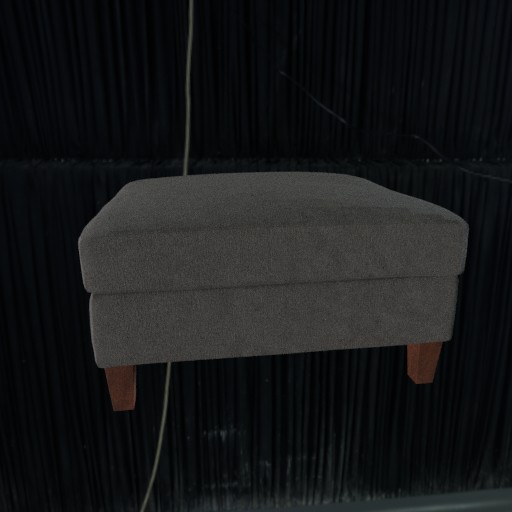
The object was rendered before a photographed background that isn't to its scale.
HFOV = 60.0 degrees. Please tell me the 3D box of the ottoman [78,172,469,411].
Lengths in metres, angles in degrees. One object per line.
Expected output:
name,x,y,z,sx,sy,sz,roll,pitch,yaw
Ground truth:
ottoman,0.000,0.000,1.384,0.861,0.482,0.881,-2,16,-8
